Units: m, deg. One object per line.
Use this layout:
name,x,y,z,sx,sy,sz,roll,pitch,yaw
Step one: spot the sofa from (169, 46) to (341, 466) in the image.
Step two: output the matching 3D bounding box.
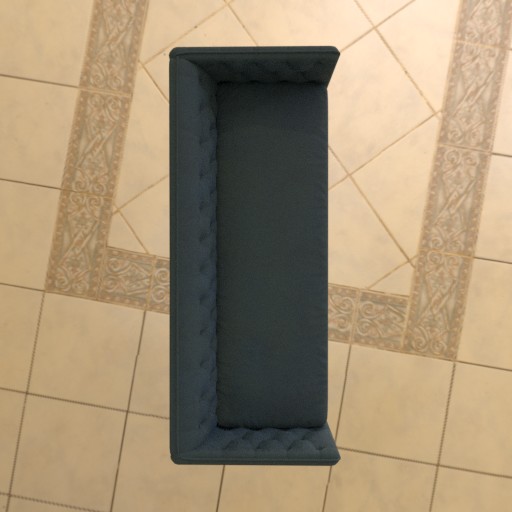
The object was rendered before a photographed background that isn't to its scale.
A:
sofa,0.000,0.000,2.649,0.895,0.771,2.209,0,90,1
